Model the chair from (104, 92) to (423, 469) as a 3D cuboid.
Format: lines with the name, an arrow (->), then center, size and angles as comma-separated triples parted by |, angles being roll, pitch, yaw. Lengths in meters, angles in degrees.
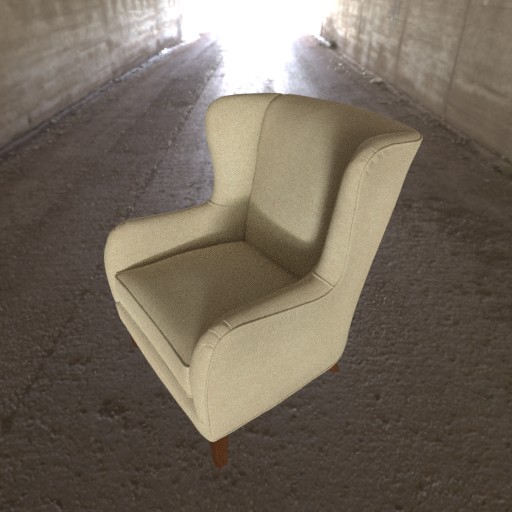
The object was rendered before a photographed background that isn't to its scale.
chair -> 0.000, 0.000, 1.722 | 0.966, 1.040, 0.838 | -21, 38, -29
